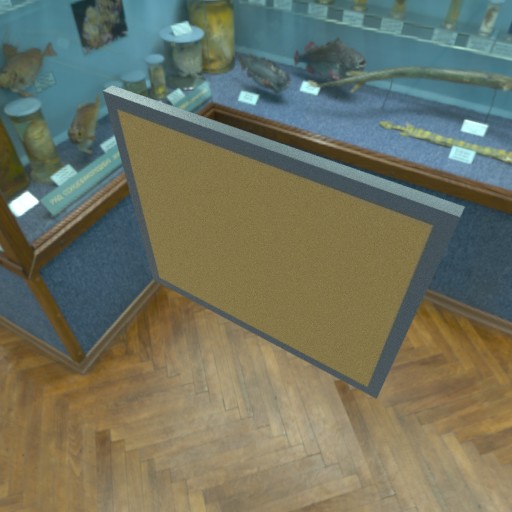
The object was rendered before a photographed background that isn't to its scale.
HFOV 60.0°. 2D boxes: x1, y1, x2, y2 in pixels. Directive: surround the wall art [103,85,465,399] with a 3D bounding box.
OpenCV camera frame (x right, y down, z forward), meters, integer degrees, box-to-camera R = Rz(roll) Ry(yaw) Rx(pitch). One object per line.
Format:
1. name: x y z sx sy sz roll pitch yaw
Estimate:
1. wall art: 0.000 0.000 0.924 0.660 0.558 0.026 25 52 21
